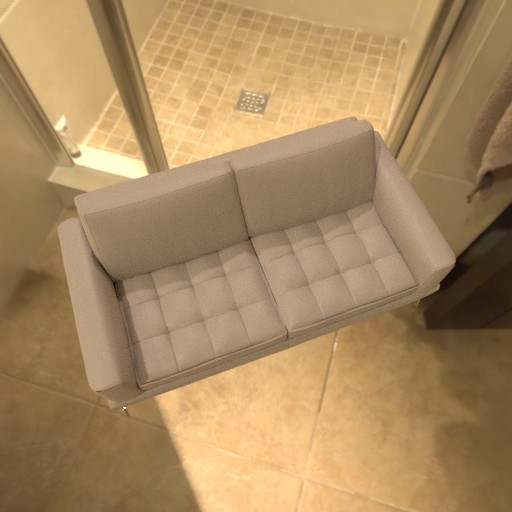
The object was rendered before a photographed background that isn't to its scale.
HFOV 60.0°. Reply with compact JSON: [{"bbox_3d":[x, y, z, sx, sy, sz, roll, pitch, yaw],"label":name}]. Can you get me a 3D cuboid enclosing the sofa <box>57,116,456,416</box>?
[{"bbox_3d":[0.000,0.000,2.724,2.177,0.930,1.121,-18,65,-9],"label":"sofa"}]
